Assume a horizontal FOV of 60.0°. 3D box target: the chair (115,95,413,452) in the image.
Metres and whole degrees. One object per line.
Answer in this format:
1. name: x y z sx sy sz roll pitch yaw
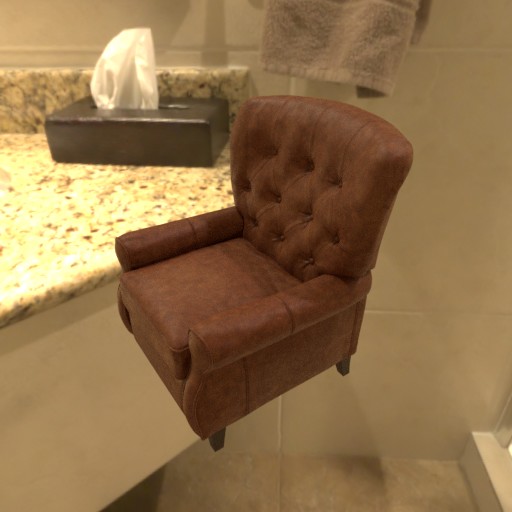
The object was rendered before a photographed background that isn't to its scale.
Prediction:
1. chair: 0.000 0.000 1.894 1.059 1.164 0.951 -20 37 -29
